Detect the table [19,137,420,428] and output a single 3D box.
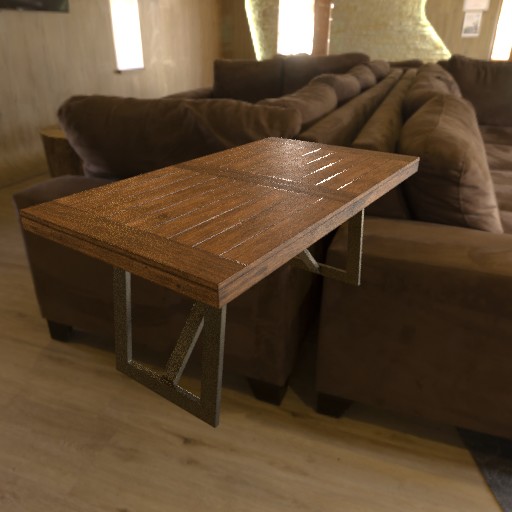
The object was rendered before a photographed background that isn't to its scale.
[{"bbox_3d":[0.000,0.000,2.121,0.931,0.757,1.641,17,31,31],"label":"table"}]
